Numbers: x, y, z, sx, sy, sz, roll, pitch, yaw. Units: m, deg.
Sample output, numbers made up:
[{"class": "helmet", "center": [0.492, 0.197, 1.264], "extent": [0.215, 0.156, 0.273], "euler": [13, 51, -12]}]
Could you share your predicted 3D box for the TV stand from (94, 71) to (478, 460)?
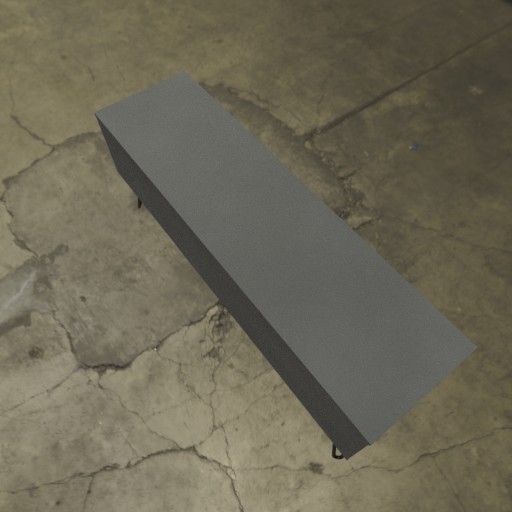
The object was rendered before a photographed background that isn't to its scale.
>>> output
[{"class": "TV stand", "center": [0.000, 0.000, 1.612], "extent": [0.400, 0.560, 1.400], "euler": [-33, 64, -18]}]
